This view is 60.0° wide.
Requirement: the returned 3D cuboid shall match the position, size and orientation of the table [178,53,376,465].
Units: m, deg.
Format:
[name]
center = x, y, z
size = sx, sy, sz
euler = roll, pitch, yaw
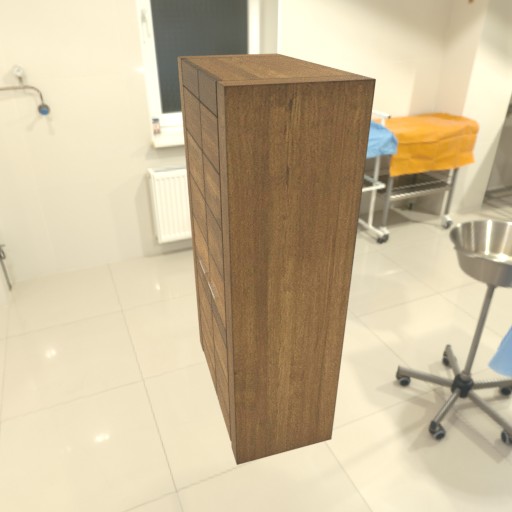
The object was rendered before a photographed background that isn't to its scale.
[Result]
[table]
center = 0.000, 0.000, 2.519
size = 0.600, 2.000, 1.100
euler = -8, 30, -15
